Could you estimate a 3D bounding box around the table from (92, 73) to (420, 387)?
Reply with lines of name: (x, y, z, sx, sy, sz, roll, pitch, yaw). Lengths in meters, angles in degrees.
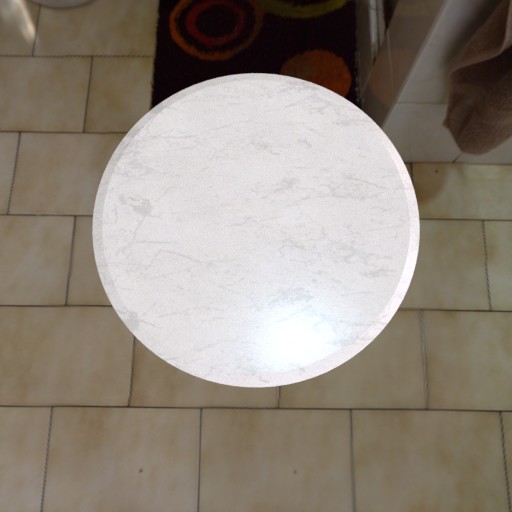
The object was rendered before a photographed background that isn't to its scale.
table: (0.000, 0.000, 0.765, 0.407, 0.447, 0.407, 0, 77, 0)
